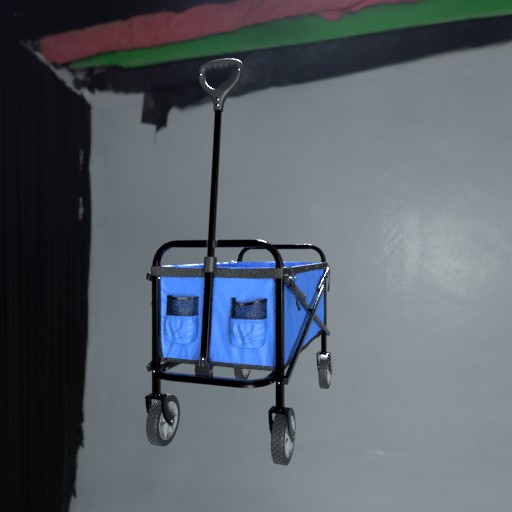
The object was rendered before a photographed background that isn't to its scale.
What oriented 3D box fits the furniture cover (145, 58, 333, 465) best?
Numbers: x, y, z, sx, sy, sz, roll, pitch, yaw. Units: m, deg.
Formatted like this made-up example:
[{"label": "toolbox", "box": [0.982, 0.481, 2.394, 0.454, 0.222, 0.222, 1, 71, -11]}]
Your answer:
[{"label": "furniture cover", "box": [0.000, 0.000, 1.814, 0.532, 1.295, 1.038, 0, 0, 18]}]
